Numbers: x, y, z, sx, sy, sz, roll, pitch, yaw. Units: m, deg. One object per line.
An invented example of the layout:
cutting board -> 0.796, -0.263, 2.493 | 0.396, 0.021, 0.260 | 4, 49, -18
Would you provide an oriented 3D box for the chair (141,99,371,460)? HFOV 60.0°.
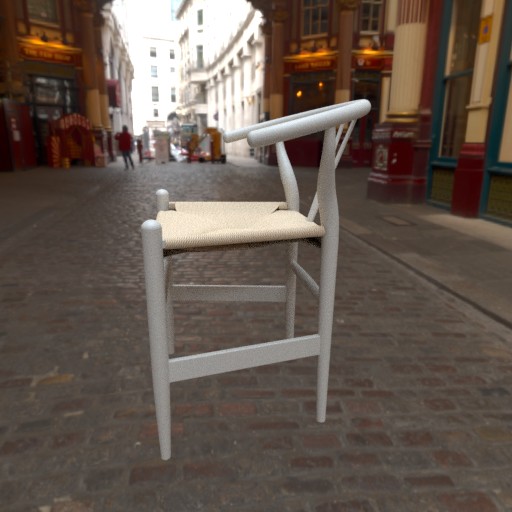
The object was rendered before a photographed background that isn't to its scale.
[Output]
chair -> 0.000, 0.000, 1.102 | 0.500, 0.736, 0.533 | -2, 16, -9
